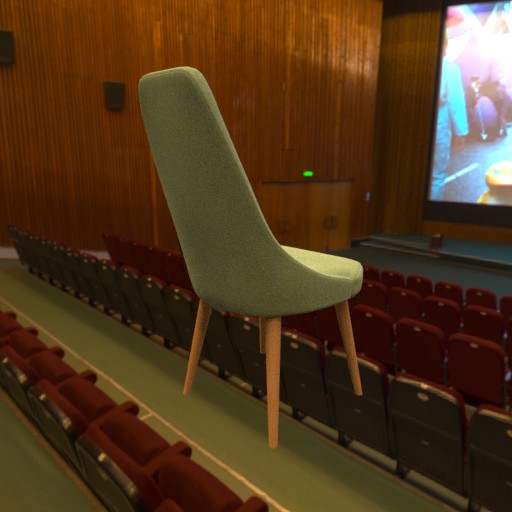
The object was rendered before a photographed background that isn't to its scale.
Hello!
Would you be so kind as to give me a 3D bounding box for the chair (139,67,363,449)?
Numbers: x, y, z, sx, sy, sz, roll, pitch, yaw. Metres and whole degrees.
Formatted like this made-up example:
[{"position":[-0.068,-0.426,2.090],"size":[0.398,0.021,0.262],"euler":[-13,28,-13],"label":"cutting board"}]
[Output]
[{"position":[0.000,0.000,1.417],"size":[0.510,1.040,0.660],"euler":[13,19,43],"label":"chair"}]
